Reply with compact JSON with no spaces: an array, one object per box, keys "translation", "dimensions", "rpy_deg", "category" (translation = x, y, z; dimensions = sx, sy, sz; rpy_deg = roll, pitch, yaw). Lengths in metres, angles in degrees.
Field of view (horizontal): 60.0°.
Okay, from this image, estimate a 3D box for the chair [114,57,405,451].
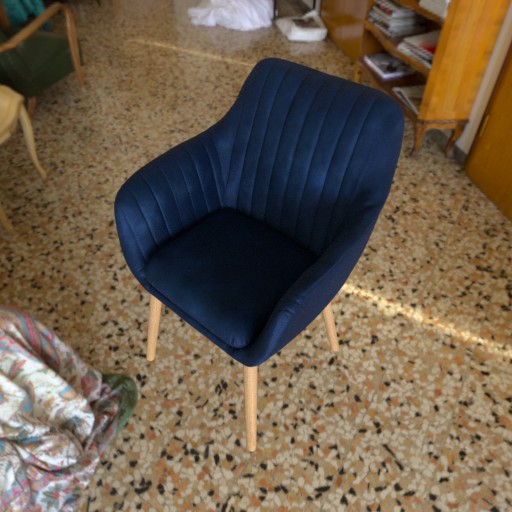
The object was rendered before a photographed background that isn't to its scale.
[{"translation":[0.000,0.000,1.209],"dimensions":[0.578,0.826,0.573],"rpy_deg":[32,53,28],"category":"chair"}]
